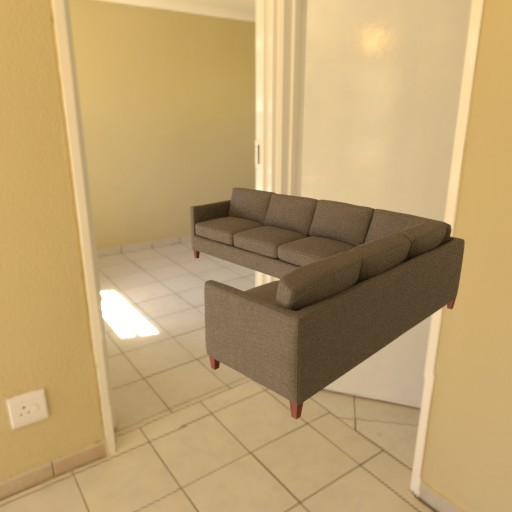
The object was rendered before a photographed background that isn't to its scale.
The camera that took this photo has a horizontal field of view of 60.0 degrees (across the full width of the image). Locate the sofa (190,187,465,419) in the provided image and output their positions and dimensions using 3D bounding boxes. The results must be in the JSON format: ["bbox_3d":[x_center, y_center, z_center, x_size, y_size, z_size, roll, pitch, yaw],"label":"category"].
[{"bbox_3d":[0.000,0.000,4.654,2.593,0.947,3.302,-17,24,-42],"label":"sofa"}]
